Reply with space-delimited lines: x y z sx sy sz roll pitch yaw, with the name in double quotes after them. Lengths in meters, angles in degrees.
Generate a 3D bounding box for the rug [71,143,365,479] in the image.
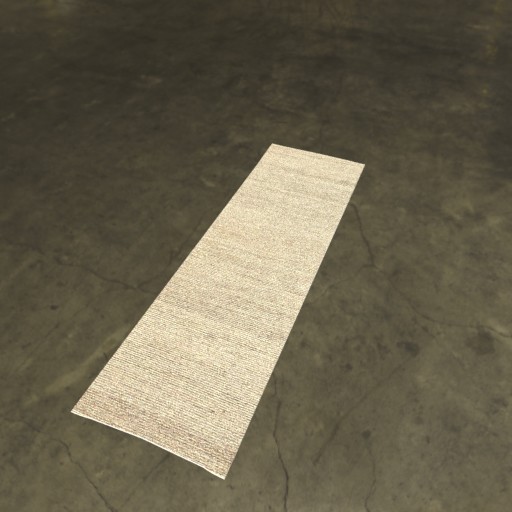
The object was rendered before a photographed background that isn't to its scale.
0.000 0.000 2.605 0.741 0.014 2.390 17 48 16 "rug"
